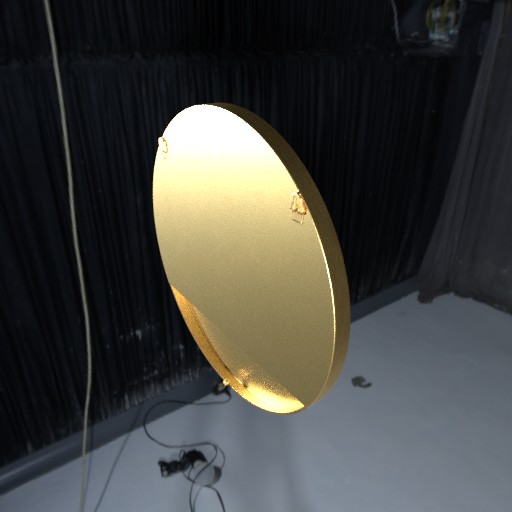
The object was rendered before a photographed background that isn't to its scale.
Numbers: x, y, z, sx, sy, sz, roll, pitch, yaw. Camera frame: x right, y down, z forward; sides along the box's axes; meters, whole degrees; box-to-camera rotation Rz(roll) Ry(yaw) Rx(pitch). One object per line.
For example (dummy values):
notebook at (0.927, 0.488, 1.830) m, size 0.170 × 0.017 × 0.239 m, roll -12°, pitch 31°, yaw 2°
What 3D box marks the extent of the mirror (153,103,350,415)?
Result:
mirror at (0.000, 0.000, 0.687) m, size 0.133 × 0.457 × 0.457 m, roll -19°, pitch 33°, yaw -32°
